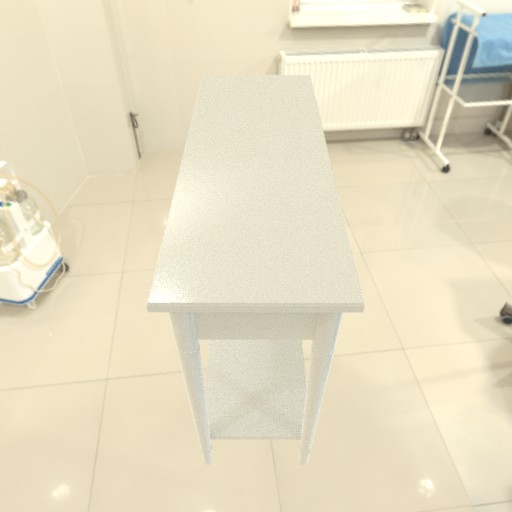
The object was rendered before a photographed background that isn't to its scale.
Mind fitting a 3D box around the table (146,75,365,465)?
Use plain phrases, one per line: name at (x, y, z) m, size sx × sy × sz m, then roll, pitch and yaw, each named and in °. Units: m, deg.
table at (0.000, 0.000, 1.415) m, size 0.381 × 0.749 × 1.067 m, roll 0°, pitch 42°, yaw 0°
